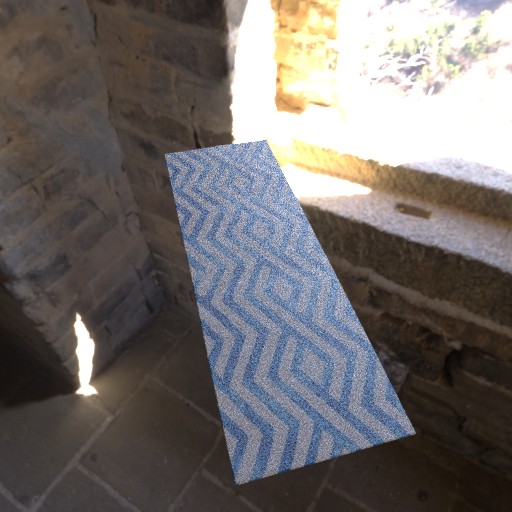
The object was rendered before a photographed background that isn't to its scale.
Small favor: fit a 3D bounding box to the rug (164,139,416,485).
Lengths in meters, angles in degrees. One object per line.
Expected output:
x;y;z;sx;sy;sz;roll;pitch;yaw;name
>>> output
0.000;0.000;1.645;0.503;0.007;1.492;-11;48;-10;rug
